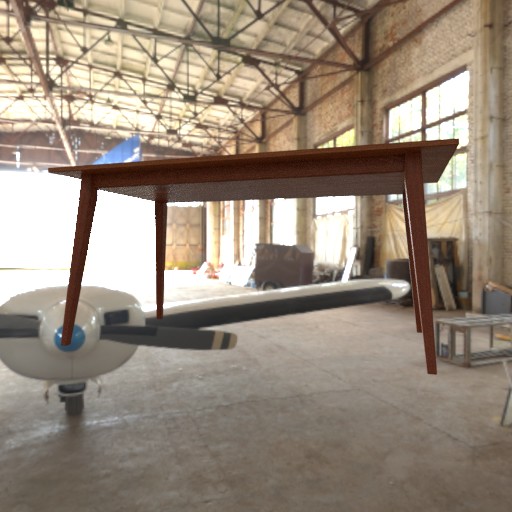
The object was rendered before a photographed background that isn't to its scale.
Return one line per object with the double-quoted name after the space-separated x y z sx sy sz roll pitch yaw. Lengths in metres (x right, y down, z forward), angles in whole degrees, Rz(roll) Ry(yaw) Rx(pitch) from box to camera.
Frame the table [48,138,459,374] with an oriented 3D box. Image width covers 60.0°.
0.000 0.000 2.033 1.609 0.755 0.811 0 0 18 "table"
